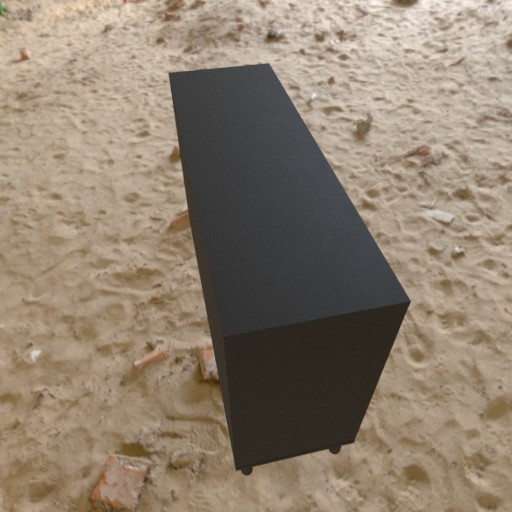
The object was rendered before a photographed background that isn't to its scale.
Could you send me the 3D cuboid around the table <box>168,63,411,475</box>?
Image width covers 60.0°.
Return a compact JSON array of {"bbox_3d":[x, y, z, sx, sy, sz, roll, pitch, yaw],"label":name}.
[{"bbox_3d":[0.000,0.000,1.589,0.400,0.855,1.200,-9,47,-9],"label":"table"}]
